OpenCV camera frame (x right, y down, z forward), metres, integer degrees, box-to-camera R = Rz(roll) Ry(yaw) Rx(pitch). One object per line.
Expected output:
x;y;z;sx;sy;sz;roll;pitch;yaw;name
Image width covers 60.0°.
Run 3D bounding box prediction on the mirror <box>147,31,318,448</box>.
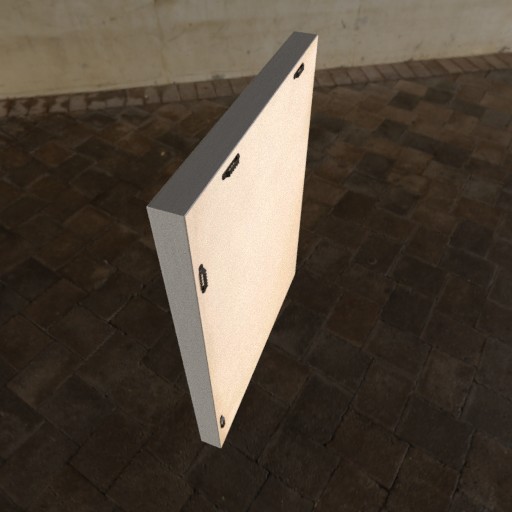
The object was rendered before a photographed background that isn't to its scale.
0.000;0.000;0.675;0.041;0.508;0.405;15;49;14;mirror
